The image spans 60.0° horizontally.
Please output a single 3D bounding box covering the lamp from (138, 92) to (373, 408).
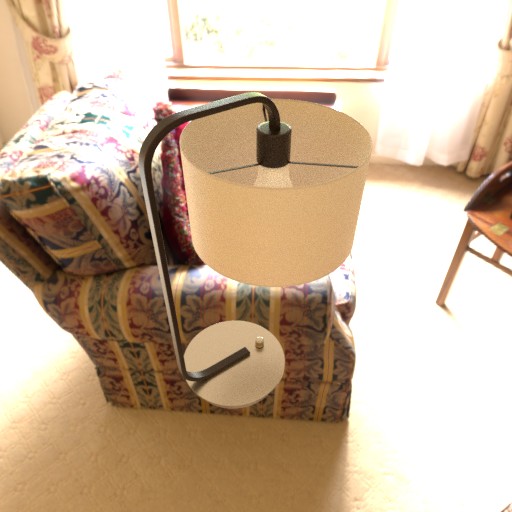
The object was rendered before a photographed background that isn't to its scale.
[{"bbox_3d":[0.000,0.000,0.640,0.288,0.473,0.230,-25,47,-26],"label":"lamp"}]
